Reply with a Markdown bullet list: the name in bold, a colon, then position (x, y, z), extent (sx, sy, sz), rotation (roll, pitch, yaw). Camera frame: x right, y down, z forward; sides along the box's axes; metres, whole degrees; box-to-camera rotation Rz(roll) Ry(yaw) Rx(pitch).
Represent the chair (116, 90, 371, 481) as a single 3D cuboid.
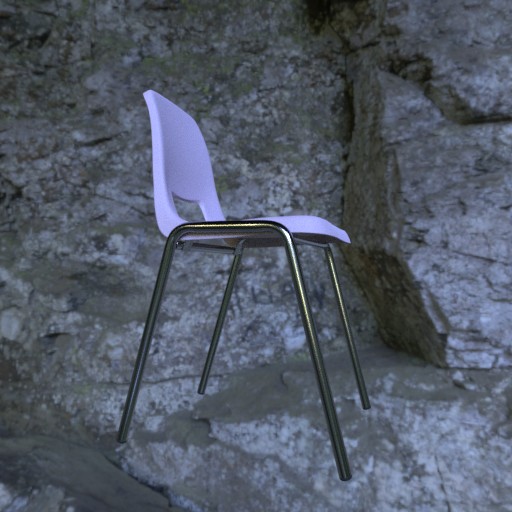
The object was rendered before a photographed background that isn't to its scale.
- **chair**: position (0.000, 0.000, 0.930), extent (0.436, 0.704, 0.381), rotation (-1, -2, 19)
